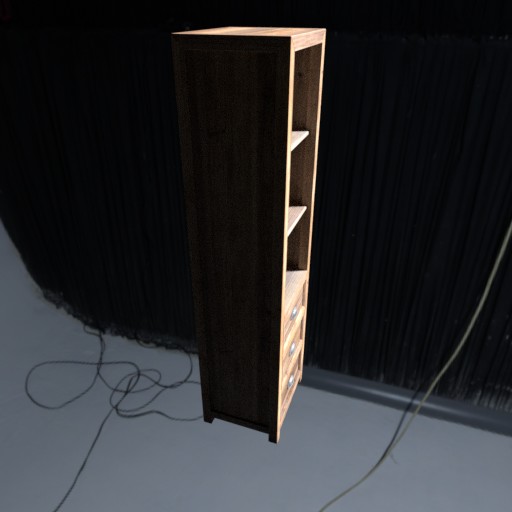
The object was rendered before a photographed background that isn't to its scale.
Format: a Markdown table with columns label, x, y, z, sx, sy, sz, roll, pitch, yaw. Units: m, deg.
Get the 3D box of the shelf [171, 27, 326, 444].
| label | x | y | z | sx | sy | sz | roll | pitch | yaw |
| --- | --- | --- | --- | --- | --- | --- | --- | --- | --- |
| shelf | 0.000 | 0.000 | 2.096 | 0.428 | 1.900 | 0.500 | 10 | 31 | 17 |
